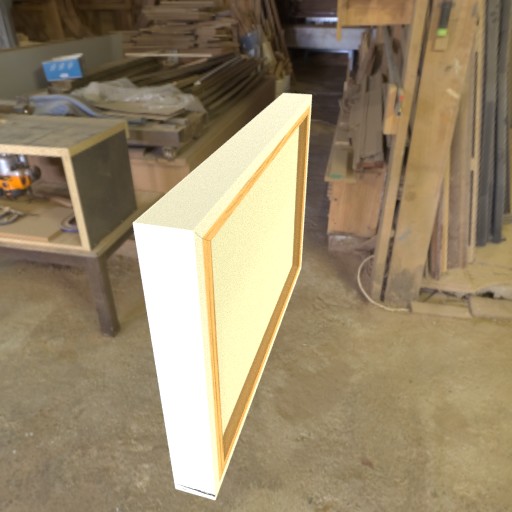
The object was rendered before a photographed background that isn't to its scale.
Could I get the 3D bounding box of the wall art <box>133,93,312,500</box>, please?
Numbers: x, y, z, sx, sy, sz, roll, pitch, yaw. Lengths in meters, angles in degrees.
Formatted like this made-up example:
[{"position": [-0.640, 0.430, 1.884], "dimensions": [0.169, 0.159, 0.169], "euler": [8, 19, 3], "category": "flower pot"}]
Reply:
[{"position": [0.000, 0.000, 0.472], "dimensions": [0.038, 0.259, 0.381], "euler": [8, 32, 14], "category": "wall art"}]
